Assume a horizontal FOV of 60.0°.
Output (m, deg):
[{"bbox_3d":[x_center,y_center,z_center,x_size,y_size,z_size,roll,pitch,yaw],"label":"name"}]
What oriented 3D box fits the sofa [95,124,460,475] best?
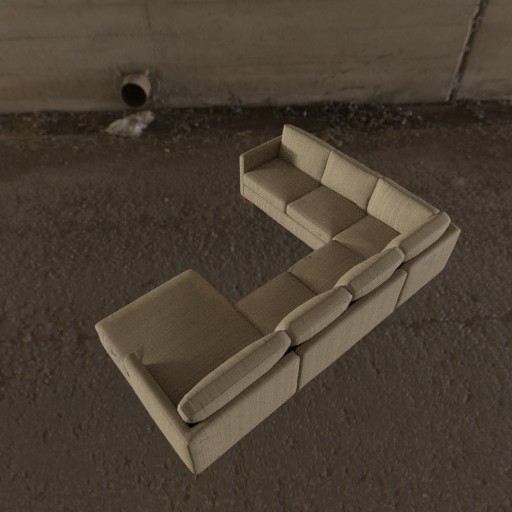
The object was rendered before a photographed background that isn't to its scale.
[{"bbox_3d":[0.000,0.000,4.677,3.460,0.961,2.594,-32,54,-27],"label":"sofa"}]
